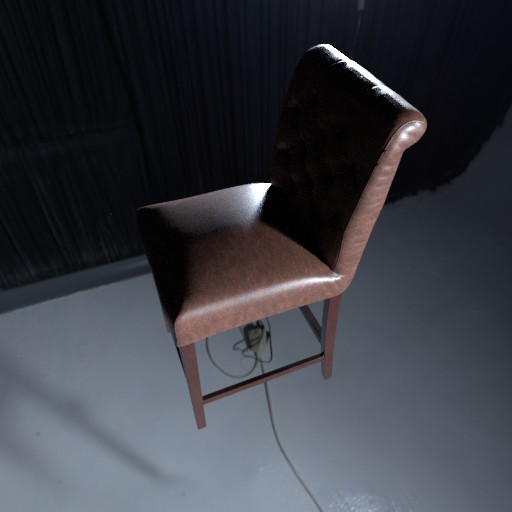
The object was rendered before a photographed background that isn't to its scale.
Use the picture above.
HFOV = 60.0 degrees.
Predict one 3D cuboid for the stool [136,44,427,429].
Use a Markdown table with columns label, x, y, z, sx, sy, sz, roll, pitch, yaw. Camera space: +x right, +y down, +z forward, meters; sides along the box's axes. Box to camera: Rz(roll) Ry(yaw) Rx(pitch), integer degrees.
| label | x | y | z | sx | sy | sz | roll | pitch | yaw |
| --- | --- | --- | --- | --- | --- | --- | --- | --- | --- |
| stool | 0.000 | 0.000 | 1.413 | 0.660 | 1.084 | 0.486 | -16 | 48 | -15 |
